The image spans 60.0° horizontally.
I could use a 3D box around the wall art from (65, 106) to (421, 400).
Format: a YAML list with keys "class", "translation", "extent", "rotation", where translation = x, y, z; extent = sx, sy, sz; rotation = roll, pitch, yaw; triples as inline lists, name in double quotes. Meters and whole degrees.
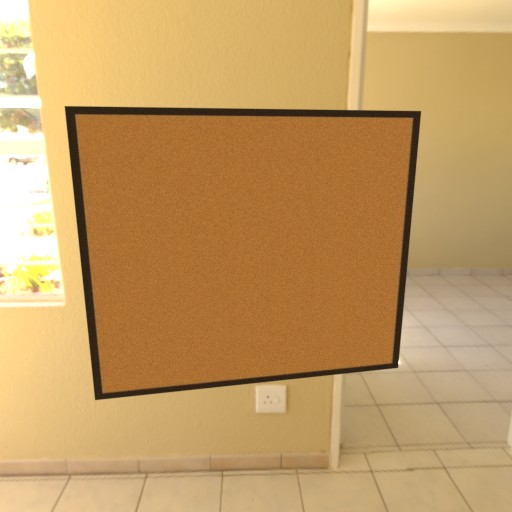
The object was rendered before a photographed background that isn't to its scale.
- class: "wall art"
  translation: [0.000, 0.000, 1.387]
  extent: [1.033, 0.875, 0.023]
  rotation: [-3, 15, -11]
